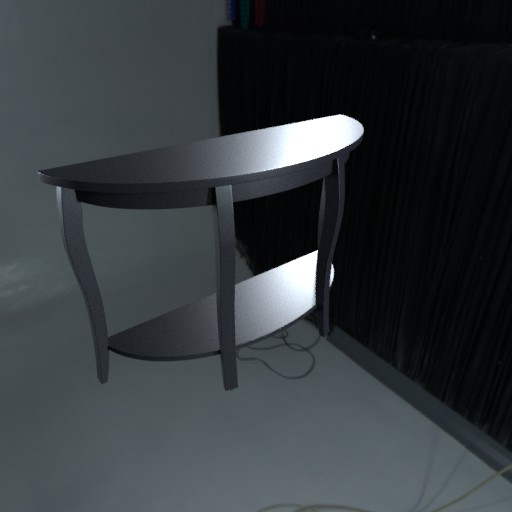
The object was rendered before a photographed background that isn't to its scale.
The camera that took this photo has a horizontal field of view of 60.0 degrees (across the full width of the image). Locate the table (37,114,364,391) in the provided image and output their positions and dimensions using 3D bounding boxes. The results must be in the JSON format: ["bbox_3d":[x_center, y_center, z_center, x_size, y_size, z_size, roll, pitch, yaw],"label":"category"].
[{"bbox_3d":[0.000,0.000,1.598,1.219,0.780,0.394,-21,35,-33],"label":"table"}]
